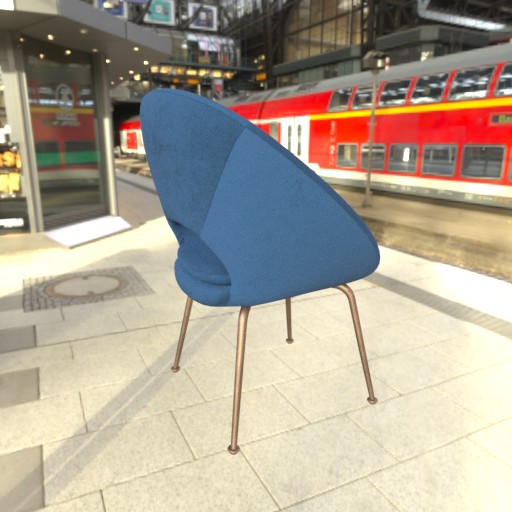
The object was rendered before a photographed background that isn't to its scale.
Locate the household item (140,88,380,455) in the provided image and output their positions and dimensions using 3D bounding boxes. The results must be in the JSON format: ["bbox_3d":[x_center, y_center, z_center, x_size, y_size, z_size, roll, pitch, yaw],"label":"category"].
[{"bbox_3d":[0.000,0.000,1.244,0.573,0.852,0.623,-8,17,-27],"label":"household item"}]
